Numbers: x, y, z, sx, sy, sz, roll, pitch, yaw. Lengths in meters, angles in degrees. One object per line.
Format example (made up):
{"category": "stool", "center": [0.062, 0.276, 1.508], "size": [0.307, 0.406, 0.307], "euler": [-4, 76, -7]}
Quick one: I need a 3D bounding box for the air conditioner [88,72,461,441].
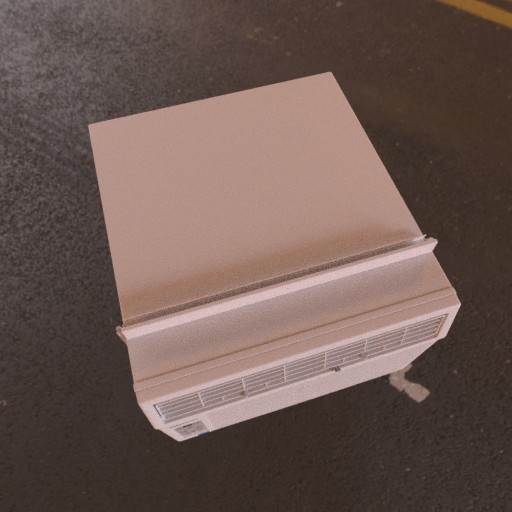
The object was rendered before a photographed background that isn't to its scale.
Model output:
{"category": "air conditioner", "center": [0.000, 0.000, 0.874], "size": [0.503, 0.388, 0.546], "euler": [-15, 63, -8]}
